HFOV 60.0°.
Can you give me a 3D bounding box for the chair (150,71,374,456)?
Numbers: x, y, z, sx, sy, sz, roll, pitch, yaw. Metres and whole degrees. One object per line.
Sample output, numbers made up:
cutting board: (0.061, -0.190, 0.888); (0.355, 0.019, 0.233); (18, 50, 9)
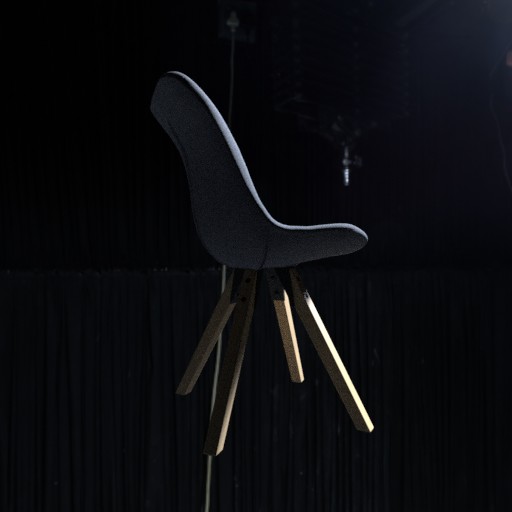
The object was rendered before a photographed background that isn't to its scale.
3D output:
chair: (0.000, 0.000, 1.208); (0.550, 0.850, 0.485); (0, 1, -18)
